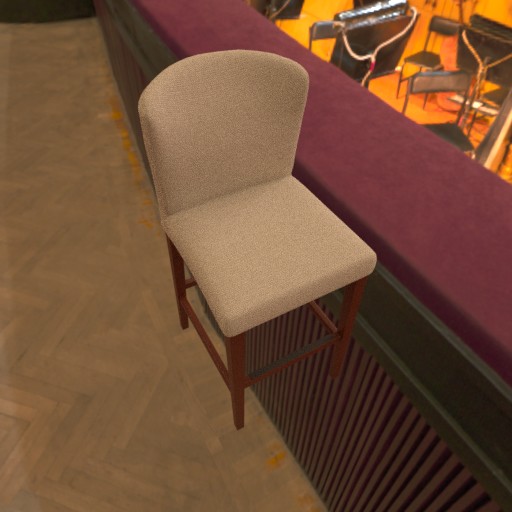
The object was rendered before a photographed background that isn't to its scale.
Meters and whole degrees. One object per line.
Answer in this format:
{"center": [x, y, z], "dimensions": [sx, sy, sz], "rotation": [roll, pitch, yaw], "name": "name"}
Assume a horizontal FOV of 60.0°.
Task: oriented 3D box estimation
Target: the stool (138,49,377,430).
{"center": [0.000, 0.000, 1.397], "dimensions": [0.481, 1.069, 0.568], "rotation": [-21, 49, -20], "name": "stool"}
